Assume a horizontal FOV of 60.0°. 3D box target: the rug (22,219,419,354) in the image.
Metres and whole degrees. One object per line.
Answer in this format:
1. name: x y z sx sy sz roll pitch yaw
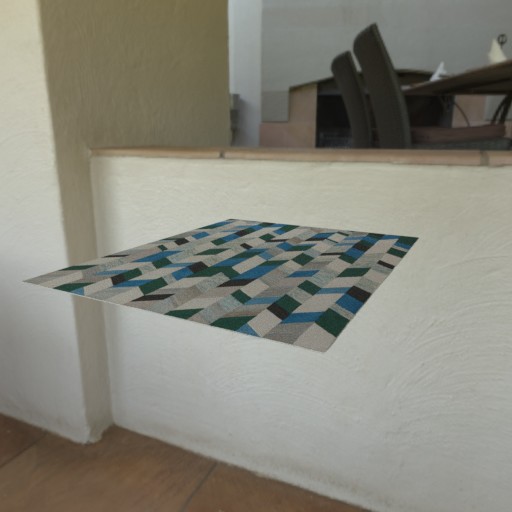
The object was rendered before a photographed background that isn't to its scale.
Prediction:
1. rug: 0.000 0.000 4.114 2.440 0.008 3.036 8 17 27
